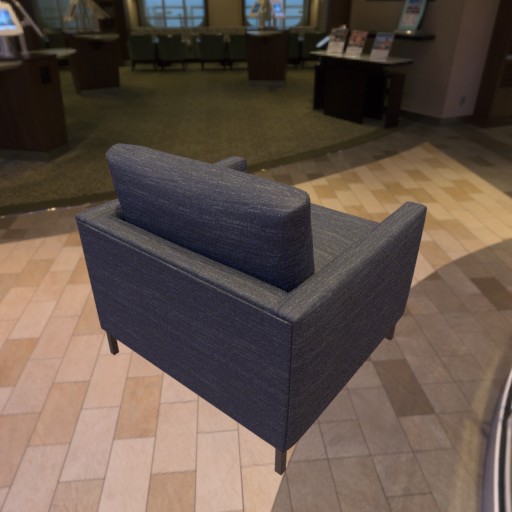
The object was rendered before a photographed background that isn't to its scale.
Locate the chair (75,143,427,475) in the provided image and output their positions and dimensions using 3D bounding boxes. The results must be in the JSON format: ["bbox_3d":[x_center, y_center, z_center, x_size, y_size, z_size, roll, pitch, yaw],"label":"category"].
[{"bbox_3d":[0.000,0.000,1.663,0.963,0.861,0.866,22,37,33],"label":"chair"}]
